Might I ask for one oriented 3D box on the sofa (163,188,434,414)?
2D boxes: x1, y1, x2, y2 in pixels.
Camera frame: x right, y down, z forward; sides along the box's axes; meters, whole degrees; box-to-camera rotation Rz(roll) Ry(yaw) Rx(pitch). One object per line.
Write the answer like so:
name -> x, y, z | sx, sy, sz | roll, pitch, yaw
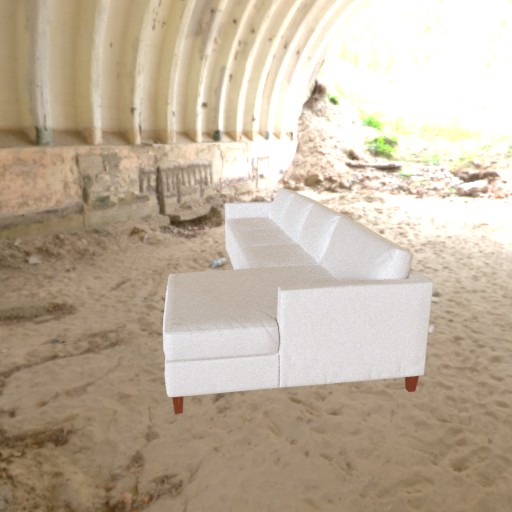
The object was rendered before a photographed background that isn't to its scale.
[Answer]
sofa -> 0.000, 0.000, 4.184 | 1.606, 0.954, 3.471 | -2, 15, -9
